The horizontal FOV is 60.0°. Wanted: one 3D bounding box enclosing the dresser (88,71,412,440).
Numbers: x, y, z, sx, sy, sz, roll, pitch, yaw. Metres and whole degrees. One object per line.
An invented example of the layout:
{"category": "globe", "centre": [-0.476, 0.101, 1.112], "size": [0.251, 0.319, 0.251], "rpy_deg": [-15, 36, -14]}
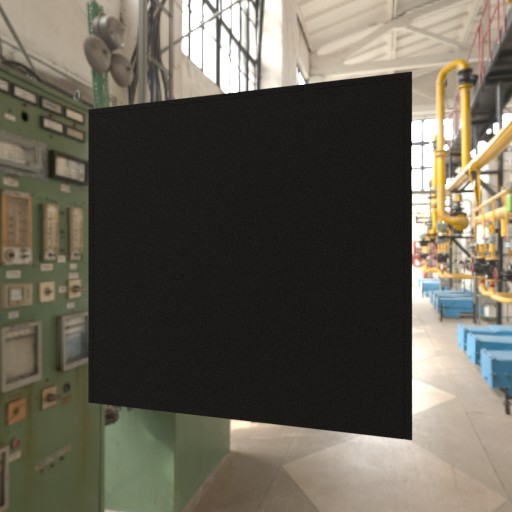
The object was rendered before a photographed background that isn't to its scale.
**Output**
{"category": "dresser", "centre": [0.000, 0.000, 1.147], "size": [0.750, 0.720, 0.360], "rpy_deg": [0, 0, 17]}
